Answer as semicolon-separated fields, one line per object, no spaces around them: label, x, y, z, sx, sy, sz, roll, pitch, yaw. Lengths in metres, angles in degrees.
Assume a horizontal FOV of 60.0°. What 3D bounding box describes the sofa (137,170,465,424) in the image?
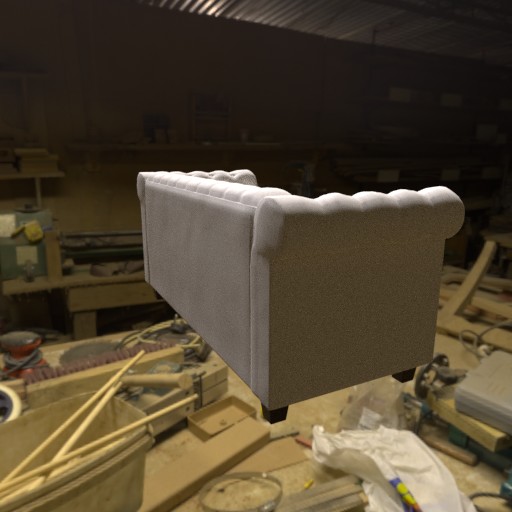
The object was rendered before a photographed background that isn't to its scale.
sofa;0.000;0.000;2.233;0.771;0.796;1.798;-7;15;-26
